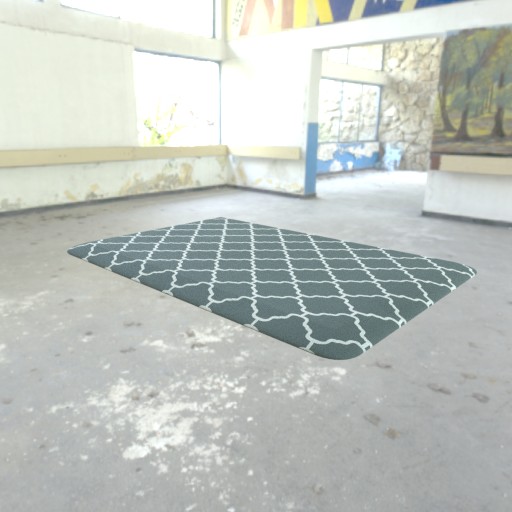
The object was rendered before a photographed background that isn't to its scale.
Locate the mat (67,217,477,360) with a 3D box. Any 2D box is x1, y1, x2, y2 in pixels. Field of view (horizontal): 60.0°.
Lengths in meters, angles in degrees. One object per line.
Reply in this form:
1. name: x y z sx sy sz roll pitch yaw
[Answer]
1. mat: 0.000 0.000 0.953 0.762 0.021 0.508 14 21 41
